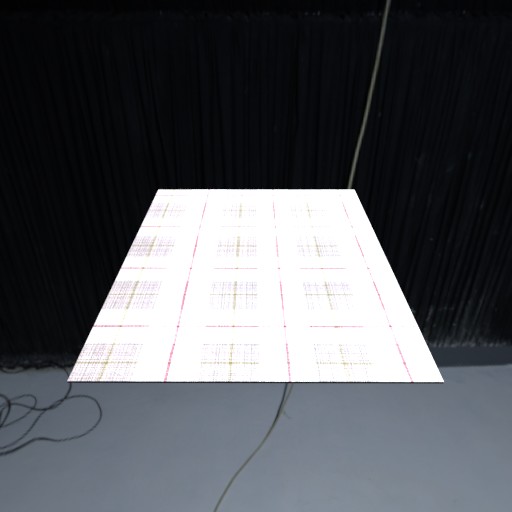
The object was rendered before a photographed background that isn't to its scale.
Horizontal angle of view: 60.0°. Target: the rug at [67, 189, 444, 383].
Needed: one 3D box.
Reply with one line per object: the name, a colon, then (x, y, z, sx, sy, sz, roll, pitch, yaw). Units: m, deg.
rug: (0.000, 0.000, 3.985, 2.317, 0.016, 2.959, 0, 32, 0)
